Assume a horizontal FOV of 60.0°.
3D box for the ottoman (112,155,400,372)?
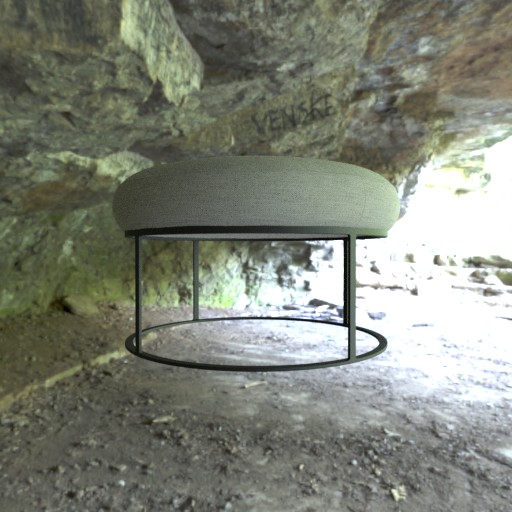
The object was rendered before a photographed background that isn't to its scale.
[{"bbox_3d":[0.000,0.000,1.242,0.769,0.459,0.769,0,1,0],"label":"ottoman"}]
